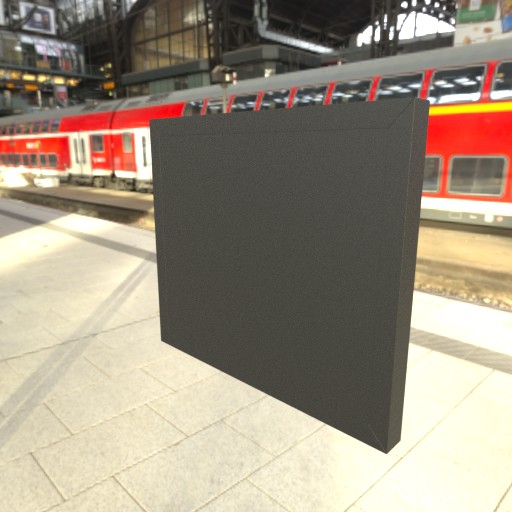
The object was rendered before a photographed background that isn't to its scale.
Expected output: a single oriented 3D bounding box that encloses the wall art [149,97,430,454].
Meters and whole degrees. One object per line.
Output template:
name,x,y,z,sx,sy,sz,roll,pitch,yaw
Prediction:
wall art,0.000,0.000,0.532,0.381,0.330,0.029,13,18,42
